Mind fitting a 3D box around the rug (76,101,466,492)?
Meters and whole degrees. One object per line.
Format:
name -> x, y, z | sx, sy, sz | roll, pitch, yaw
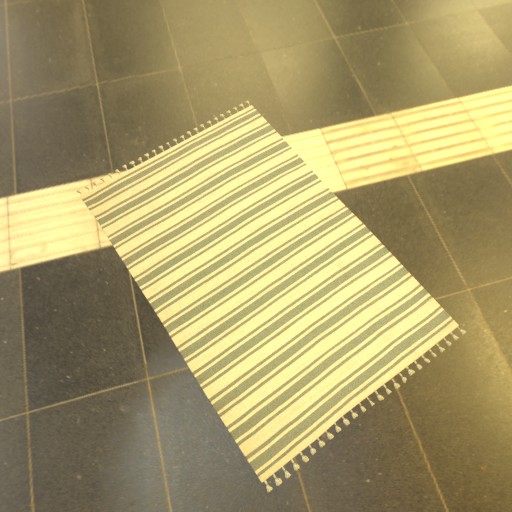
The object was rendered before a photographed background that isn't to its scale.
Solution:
rug -> 0.000, 0.000, 3.015 | 1.539, 0.011, 2.410 | -32, 68, -15
